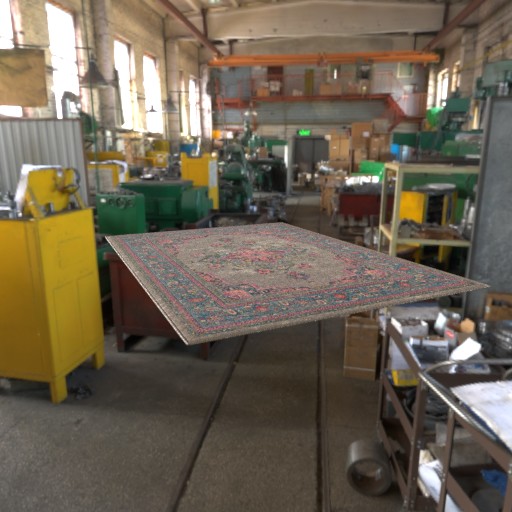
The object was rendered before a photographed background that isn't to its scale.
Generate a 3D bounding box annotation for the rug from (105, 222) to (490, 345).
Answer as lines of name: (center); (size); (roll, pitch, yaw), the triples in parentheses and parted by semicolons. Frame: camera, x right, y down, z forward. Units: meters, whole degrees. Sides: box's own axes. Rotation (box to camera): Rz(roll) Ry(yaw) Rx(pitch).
rug: (0.000, 0.000, 2.898); (1.609, 0.013, 2.214); (-6, 15, -25)
